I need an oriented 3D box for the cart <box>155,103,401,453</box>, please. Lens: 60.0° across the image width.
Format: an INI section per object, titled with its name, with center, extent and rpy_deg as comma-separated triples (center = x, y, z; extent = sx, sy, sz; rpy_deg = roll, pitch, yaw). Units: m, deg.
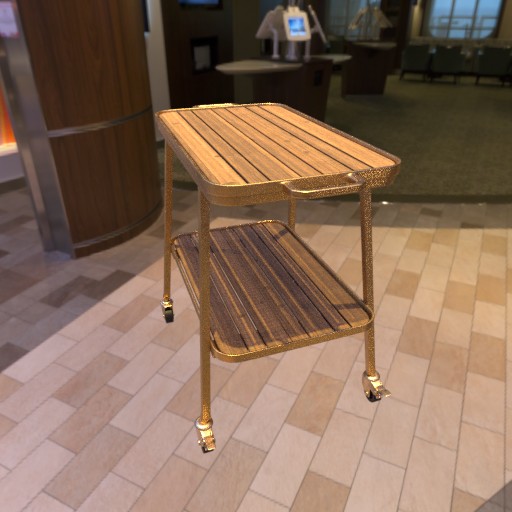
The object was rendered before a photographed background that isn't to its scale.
[cart]
center = 0.000, 0.000, 1.263
extent = 0.524, 0.700, 0.806
rpy_deg = -10, 31, -17
